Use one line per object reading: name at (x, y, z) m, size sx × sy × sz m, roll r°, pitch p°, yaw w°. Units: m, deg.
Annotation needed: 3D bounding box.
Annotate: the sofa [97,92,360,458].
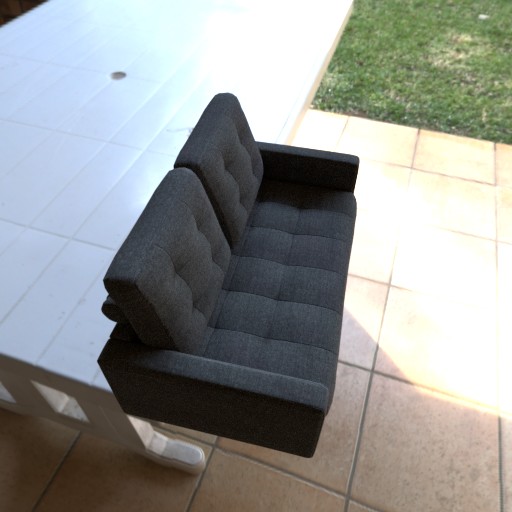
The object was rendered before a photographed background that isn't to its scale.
sofa at (0.000, 0.000, 1.972) m, size 0.842 × 0.907 × 1.407 m, roll 10°, pitch 48°, yaw 9°
